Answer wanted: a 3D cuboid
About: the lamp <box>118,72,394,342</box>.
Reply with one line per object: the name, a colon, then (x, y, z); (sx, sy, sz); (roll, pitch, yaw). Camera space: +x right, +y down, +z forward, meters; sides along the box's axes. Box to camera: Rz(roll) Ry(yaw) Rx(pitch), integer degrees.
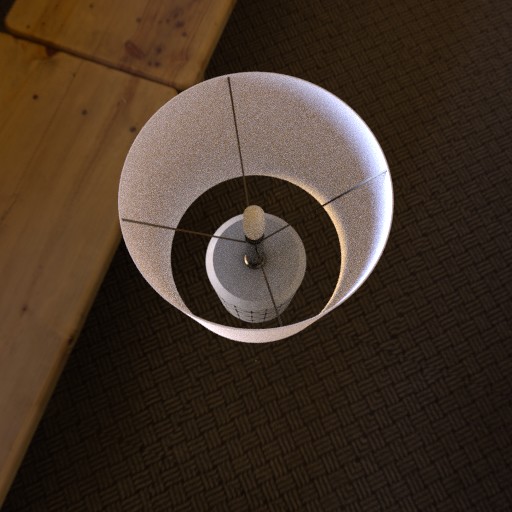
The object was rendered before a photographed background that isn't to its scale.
lamp: (0.000, 0.000, 0.535); (0.206, 0.416, 0.206); (-11, 77, -3)
